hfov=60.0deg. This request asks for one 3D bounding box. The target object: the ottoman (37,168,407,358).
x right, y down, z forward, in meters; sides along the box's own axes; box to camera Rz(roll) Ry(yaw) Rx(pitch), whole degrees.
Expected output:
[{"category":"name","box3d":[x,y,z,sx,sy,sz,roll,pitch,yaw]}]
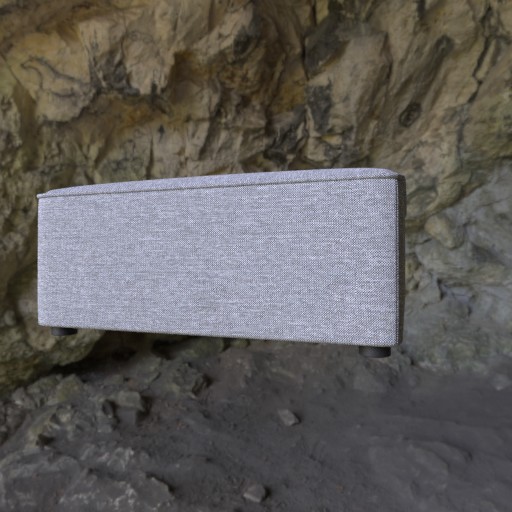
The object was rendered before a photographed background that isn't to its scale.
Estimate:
[{"category":"ottoman","box3d":[0.000,0.000,1.559,1.005,0.455,1.005,0,-1,19]}]
